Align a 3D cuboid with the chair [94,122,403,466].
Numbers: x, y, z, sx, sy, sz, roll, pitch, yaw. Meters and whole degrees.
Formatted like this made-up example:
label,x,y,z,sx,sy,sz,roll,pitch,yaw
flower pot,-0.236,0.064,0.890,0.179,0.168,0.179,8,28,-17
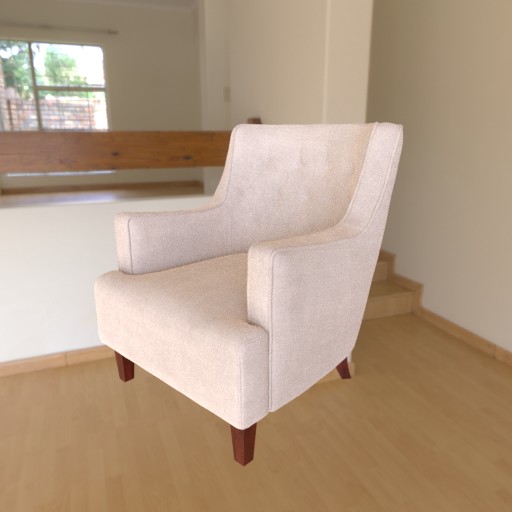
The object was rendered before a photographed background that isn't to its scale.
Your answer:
label,x,y,z,sx,sy,sz,roll,pitch,yaw
chair,0.000,0.000,1.590,0.781,0.920,0.910,15,21,41
